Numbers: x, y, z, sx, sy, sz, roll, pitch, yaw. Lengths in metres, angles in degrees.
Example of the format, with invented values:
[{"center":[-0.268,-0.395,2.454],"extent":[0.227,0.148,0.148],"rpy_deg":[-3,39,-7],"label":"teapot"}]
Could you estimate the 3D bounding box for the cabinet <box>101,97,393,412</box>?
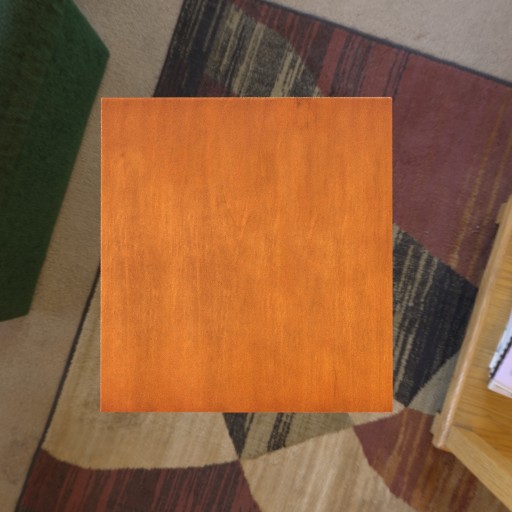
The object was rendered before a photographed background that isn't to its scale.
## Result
[{"center":[0.000,0.000,0.864],"extent":[0.401,0.579,0.409],"rpy_deg":[0,90,0],"label":"cabinet"}]
